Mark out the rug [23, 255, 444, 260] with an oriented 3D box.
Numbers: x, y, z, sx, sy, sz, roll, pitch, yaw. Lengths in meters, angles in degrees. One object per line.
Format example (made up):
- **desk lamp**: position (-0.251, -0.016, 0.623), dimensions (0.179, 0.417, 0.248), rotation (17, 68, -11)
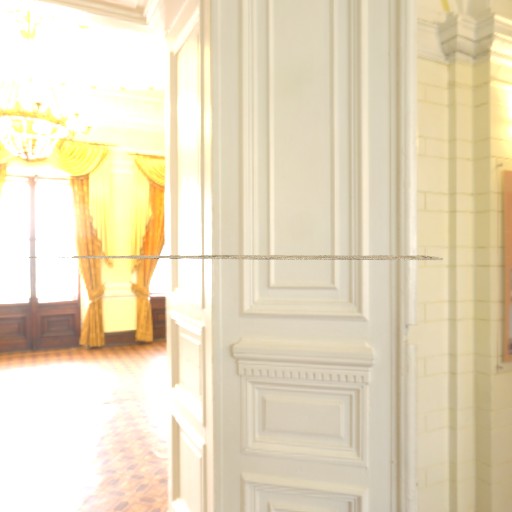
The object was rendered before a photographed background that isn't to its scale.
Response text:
- **rug**: position (0.000, 0.000, 3.306), dimensions (2.455, 0.025, 1.964), rotation (0, 0, 18)
